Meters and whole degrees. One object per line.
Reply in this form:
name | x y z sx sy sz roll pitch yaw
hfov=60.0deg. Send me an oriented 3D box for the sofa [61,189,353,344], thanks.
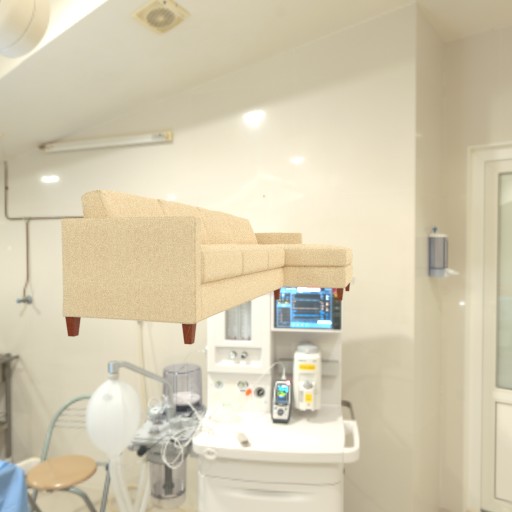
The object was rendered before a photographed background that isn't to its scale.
sofa | 0.000 0.000 4.210 1.603 0.954 3.471 0 1 16
